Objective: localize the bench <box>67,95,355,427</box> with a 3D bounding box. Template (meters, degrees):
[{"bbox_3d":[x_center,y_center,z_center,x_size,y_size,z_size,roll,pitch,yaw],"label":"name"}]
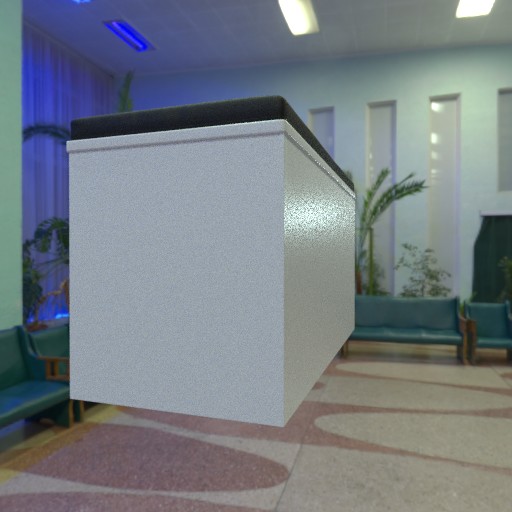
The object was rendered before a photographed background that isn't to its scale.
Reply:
[{"bbox_3d":[0.000,0.000,1.141,0.401,0.500,0.899,0,1,19],"label":"bench"}]
